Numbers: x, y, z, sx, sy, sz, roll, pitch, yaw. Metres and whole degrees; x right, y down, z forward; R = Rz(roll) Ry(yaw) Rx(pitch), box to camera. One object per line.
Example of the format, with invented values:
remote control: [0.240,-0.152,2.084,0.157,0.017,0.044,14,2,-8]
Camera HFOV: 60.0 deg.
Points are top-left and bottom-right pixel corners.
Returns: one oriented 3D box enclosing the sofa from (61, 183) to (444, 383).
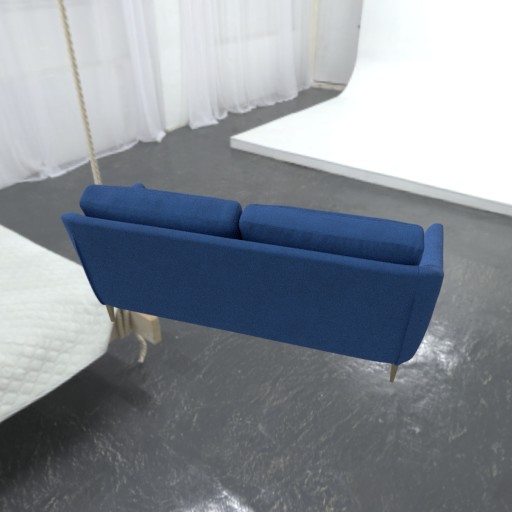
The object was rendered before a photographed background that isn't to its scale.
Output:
sofa: [0.000,0.000,2.565,2.036,0.903,0.960,9,33,14]
